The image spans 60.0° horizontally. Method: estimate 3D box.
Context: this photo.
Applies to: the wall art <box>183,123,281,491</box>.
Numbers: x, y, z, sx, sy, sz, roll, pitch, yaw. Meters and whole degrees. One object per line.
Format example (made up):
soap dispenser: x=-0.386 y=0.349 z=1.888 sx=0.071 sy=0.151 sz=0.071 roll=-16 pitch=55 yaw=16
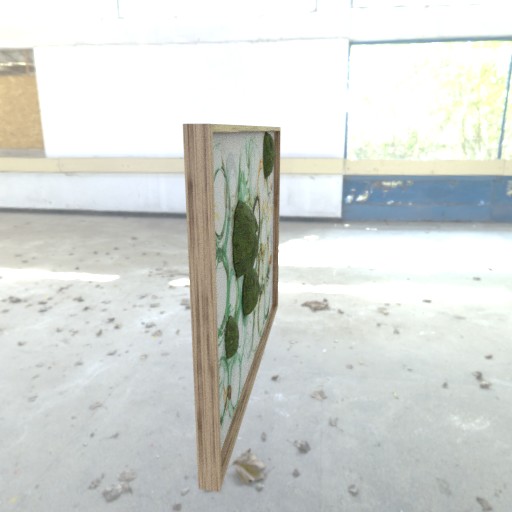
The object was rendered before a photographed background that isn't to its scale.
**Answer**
wall art: x=0.000 y=0.000 z=1.082 sx=0.063 sy=0.609 sz=0.841 roll=3 pitch=16 yaw=9
